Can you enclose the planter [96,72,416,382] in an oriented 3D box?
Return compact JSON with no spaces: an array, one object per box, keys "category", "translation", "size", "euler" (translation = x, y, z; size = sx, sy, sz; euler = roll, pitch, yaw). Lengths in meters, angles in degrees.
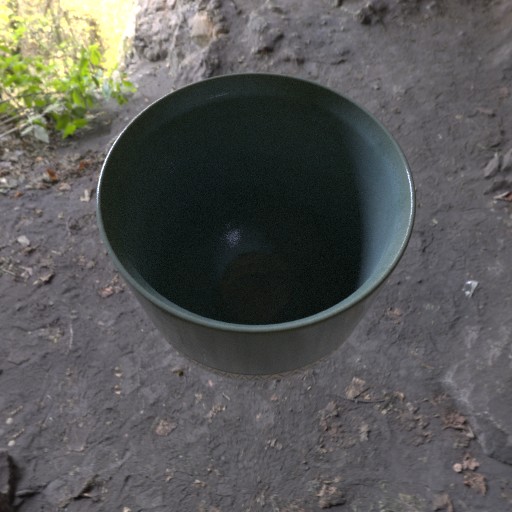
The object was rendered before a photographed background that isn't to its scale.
[{"category":"planter","translation":[0.000,0.000,0.490],"size":[0.266,0.270,0.266],"euler":[0,62,0]}]
